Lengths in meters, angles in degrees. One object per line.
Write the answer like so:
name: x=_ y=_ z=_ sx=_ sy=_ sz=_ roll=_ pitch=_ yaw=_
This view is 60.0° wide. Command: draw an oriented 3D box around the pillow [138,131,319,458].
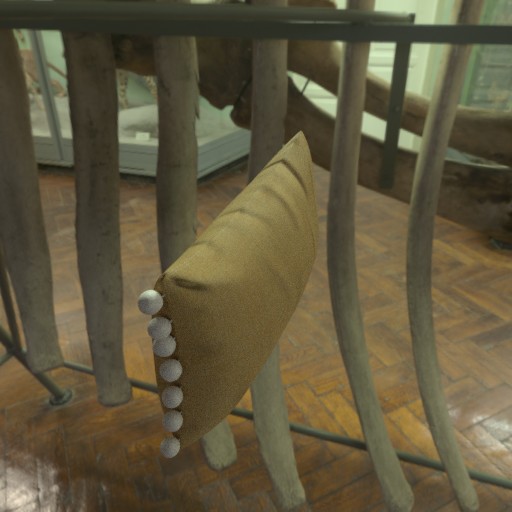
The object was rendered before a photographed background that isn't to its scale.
pillow: x=0.000 y=0.000 z=0.849 sx=0.201 sy=0.322 sz=0.709 roll=10 pitch=31 yaw=17
